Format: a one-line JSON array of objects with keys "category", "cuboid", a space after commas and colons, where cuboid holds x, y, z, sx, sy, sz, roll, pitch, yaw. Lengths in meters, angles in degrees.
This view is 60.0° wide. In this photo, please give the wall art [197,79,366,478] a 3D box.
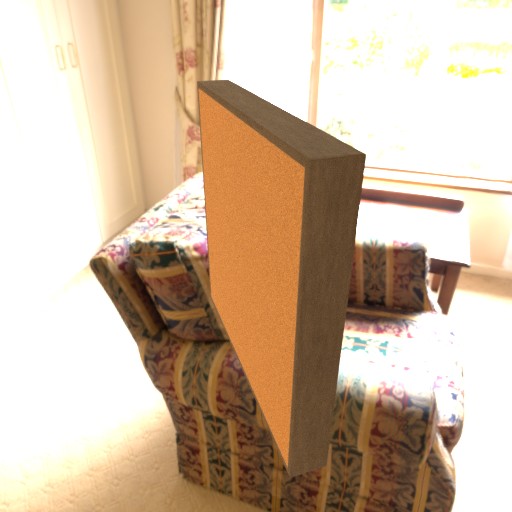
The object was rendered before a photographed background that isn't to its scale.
[{"category": "wall art", "cuboid": [0.000, 0.000, 0.463, 0.038, 0.302, 0.303, -10, 32, -16]}]
